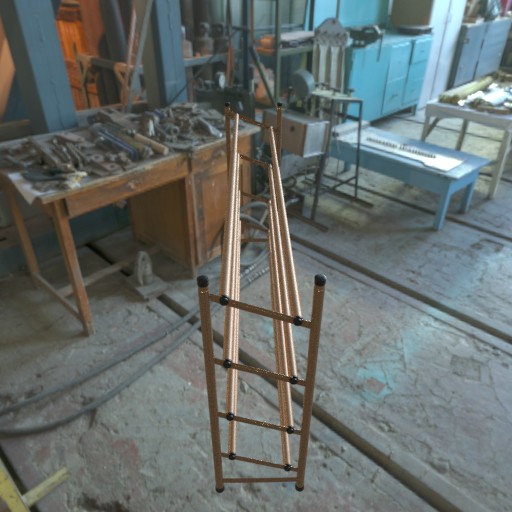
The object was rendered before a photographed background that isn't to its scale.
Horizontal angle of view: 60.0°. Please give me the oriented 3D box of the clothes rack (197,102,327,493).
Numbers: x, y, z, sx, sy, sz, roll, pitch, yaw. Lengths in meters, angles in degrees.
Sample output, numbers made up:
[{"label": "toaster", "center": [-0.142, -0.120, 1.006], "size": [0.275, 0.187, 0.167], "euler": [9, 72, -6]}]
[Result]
[{"label": "clothes rack", "center": [0.000, 0.000, 1.430], "size": [0.229, 0.672, 1.168], "euler": [-1, 34, -1]}]
